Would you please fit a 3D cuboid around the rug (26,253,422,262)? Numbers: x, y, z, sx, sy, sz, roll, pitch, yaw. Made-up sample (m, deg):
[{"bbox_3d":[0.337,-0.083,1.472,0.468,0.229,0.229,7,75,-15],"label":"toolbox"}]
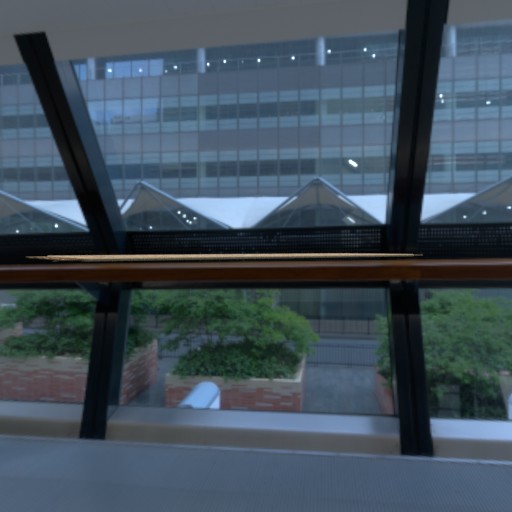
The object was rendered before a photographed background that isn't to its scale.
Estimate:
[{"bbox_3d":[0.000,0.000,2.725,2.438,0.021,0.729,-1,1,-37],"label":"rug"}]
